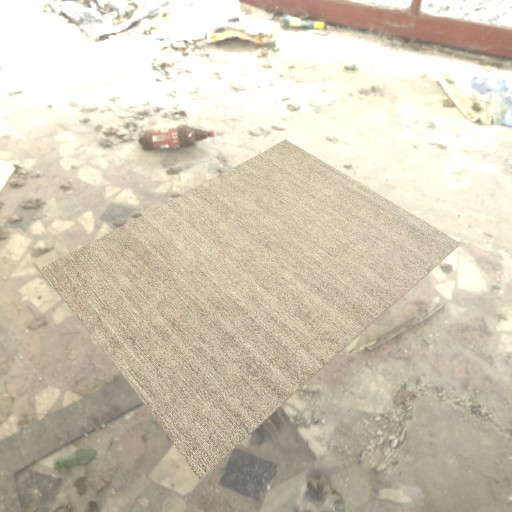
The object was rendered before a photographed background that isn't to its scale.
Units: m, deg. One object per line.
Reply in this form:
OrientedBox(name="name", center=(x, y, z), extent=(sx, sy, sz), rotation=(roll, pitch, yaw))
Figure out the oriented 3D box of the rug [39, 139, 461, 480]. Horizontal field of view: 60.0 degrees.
OrientedBox(name="rug", center=(0.000, 0.000, 4.189), extent=(3.202, 0.045, 2.434), rotation=(-34, 56, -27))
